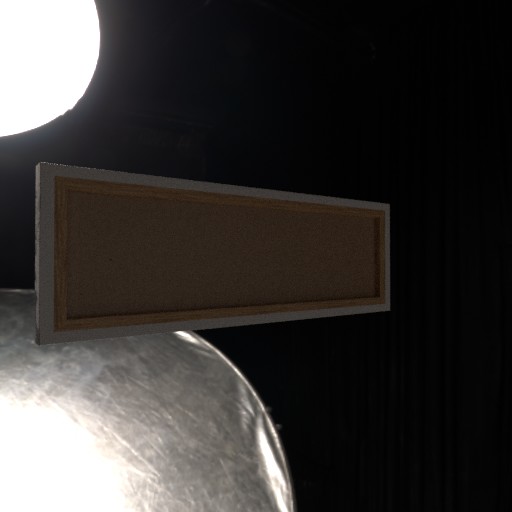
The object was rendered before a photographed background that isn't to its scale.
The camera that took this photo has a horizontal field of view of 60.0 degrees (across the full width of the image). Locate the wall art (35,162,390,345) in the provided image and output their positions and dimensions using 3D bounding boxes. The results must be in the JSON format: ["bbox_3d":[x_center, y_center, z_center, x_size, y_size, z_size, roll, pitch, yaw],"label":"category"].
[{"bbox_3d":[0.000,0.000,0.851,0.763,0.255,0.038,1,-1,-36],"label":"wall art"}]
